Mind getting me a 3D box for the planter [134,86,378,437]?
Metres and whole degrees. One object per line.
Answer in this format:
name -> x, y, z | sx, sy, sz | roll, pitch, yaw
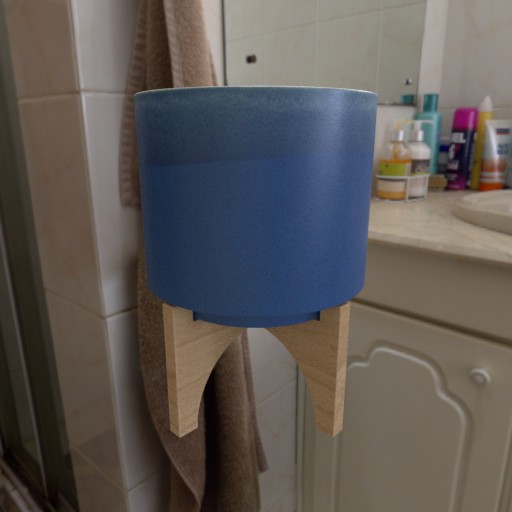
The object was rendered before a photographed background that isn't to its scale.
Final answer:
planter -> 0.000, 0.000, 0.540 | 0.261, 0.367, 0.261 | 0, 16, 0
